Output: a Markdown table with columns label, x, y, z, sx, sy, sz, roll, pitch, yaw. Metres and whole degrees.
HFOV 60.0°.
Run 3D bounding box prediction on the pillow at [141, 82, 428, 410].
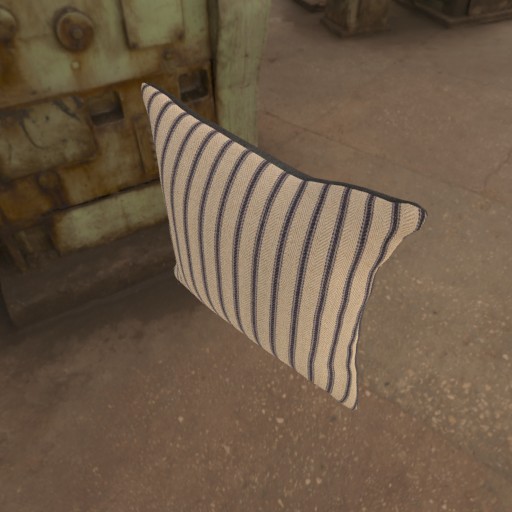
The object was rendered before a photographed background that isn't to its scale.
| label | x | y | z | sx | sy | sz | roll | pitch | yaw |
| --- | --- | --- | --- | --- | --- | --- | --- | --- | --- |
| pillow | 0.000 | 0.000 | 0.716 | 0.468 | 0.444 | 0.138 | 32 | 54 | 27 |
